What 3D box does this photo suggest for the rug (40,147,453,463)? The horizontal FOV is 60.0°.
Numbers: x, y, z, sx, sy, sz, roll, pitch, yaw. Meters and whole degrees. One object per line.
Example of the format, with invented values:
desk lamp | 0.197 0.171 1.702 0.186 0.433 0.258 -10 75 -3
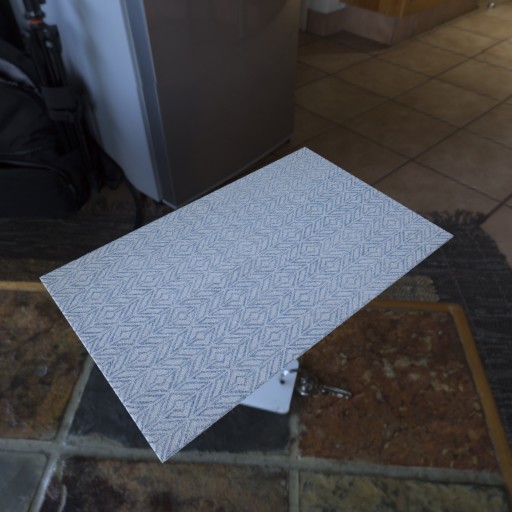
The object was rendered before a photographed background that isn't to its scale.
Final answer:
rug | 0.000 0.000 3.059 2.441 0.008 1.526 -31 54 -27
